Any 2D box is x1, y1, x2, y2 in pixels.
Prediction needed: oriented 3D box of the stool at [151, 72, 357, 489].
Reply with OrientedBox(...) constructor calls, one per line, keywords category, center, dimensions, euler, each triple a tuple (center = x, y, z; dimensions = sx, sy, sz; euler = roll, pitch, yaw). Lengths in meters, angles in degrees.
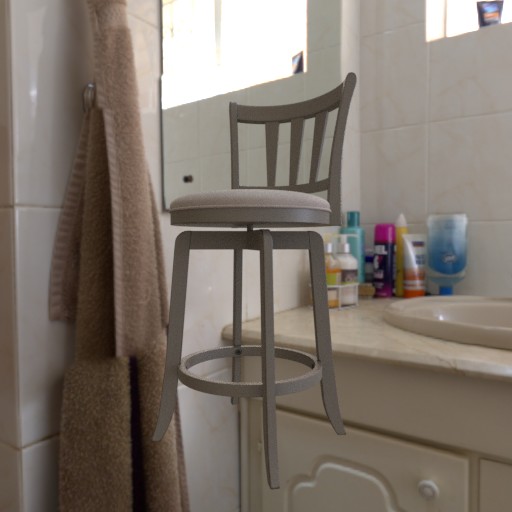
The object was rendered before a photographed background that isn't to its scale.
OrientedBox(category="stool", center=(0.000, 0.000, 1.225), dimensions=(0.450, 0.994, 0.486), euler=(1, 2, 36))
